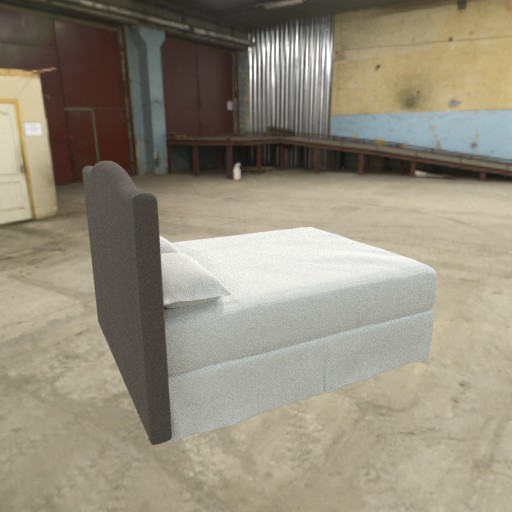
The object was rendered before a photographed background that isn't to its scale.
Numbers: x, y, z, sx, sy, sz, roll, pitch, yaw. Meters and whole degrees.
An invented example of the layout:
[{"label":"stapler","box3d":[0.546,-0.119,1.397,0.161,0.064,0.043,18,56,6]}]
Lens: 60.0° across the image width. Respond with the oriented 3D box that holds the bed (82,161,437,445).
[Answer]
[{"label":"bed","box3d":[0.000,0.000,3.157,2.036,1.387,1.666,-8,18,-26]}]
